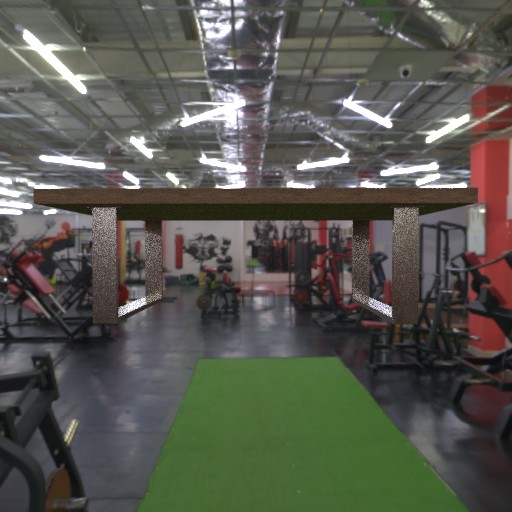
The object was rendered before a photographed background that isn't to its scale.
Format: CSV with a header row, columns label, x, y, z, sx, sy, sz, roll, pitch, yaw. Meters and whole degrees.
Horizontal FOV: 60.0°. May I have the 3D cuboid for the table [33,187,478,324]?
label,x,y,z,sx,sy,sz,roll,pitch,yaw
table,0.000,0.000,1.796,1.400,0.440,0.800,0,1,1
